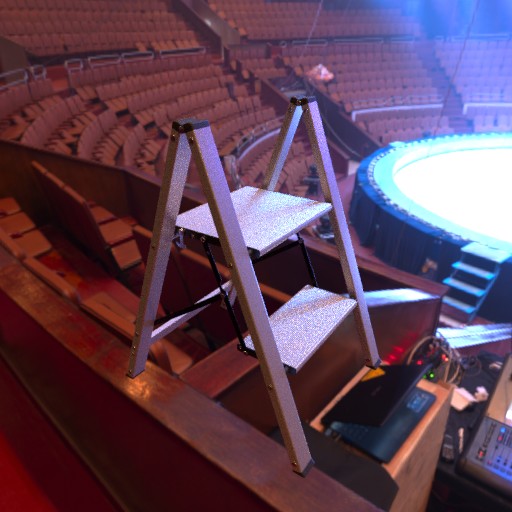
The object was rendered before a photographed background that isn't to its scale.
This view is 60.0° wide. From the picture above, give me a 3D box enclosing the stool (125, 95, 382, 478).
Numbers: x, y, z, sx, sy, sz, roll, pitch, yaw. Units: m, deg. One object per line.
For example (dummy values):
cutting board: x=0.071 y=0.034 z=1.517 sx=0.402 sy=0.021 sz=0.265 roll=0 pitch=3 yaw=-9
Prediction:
stool: x=0.000 y=0.000 z=1.037 sx=0.535 sy=0.670 sz=0.440 roll=17 pitch=31 yaw=31
